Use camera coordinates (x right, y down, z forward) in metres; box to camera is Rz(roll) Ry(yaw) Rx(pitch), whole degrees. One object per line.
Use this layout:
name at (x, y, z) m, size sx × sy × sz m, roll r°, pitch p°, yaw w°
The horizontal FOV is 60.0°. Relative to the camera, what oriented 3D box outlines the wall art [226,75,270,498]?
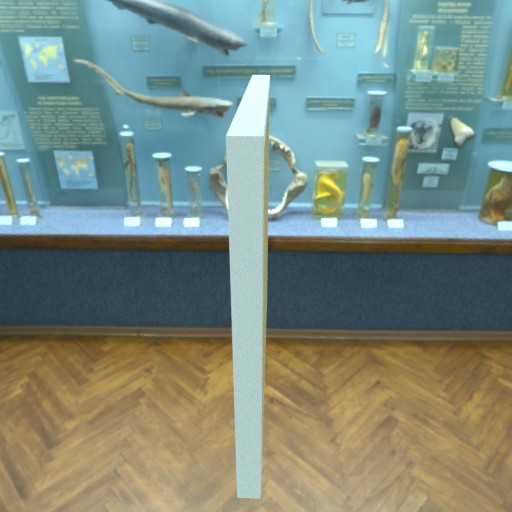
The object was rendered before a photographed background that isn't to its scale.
wall art at (0.000, 0.000, 0.443) m, size 0.020 × 0.307 × 0.307 m, roll 1°, pitch 28°, yaw 2°
